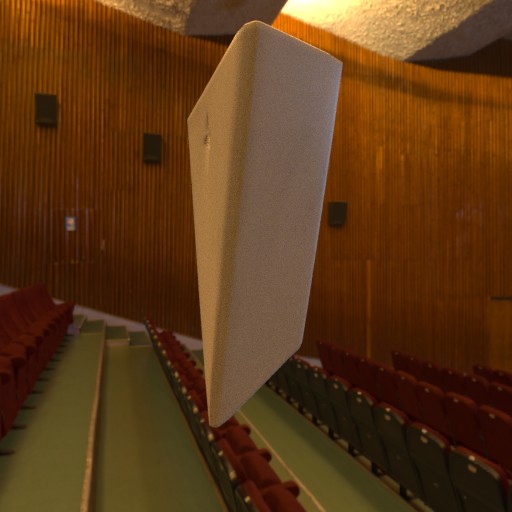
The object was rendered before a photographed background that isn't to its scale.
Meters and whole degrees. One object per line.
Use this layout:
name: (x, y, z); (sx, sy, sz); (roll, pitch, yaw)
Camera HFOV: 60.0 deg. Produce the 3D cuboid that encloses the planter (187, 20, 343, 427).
planter: (0.000, 0.000, 0.264); (0.060, 0.197, 0.150); (0, -1, -19)
